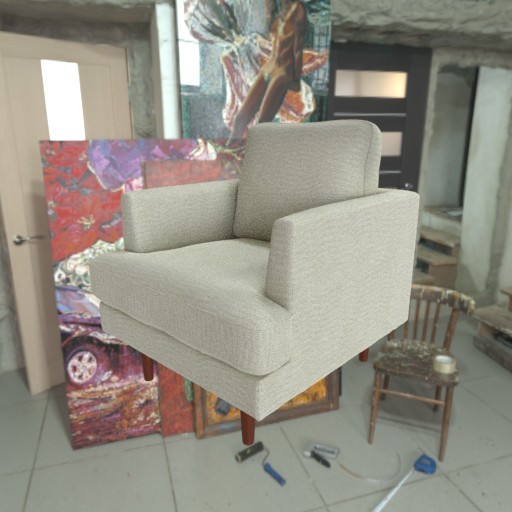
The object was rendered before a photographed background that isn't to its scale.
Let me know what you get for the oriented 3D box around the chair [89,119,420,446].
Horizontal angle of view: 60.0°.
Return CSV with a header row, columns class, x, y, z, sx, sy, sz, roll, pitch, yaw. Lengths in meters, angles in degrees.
class,x,y,z,sx,sy,sz,roll,pitch,yaw
chair,0.000,0.000,1.619,0.858,0.957,0.899,14,21,41
